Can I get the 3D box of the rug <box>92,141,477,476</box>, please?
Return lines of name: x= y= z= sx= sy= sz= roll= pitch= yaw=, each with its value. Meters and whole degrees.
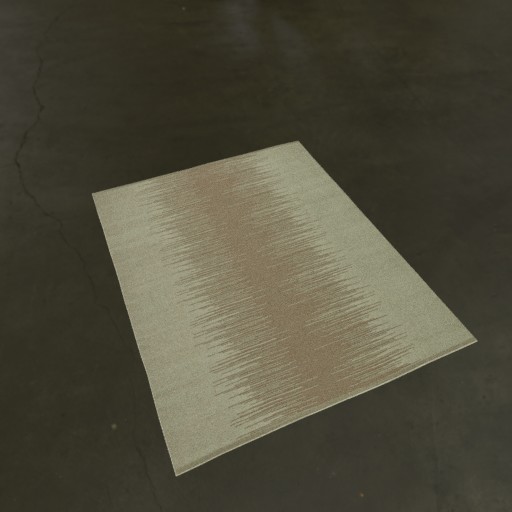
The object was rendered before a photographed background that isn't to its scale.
rug: x=0.000 y=0.000 z=4.063 sx=2.438 sy=0.013 sz=3.048 roll=-18 pitch=50 yaw=-16
